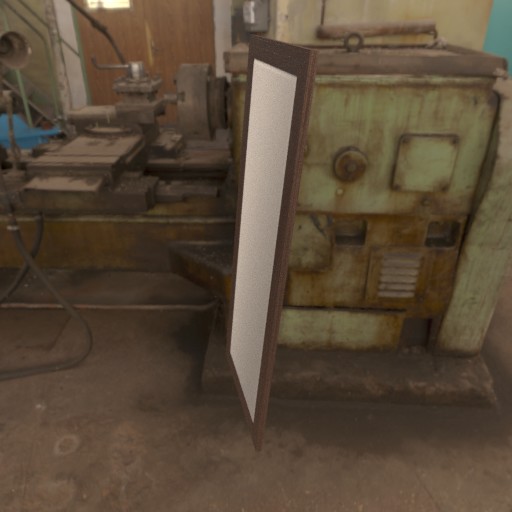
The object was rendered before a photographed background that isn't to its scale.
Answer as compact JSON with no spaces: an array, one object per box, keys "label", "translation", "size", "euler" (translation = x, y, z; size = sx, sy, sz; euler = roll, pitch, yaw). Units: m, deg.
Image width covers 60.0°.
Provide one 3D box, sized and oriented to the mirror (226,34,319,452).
[{"label":"mirror","translation":[0.000,0.000,2.310],"size":[0.221,2.020,0.812],"euler":[-8,31,-13]}]
